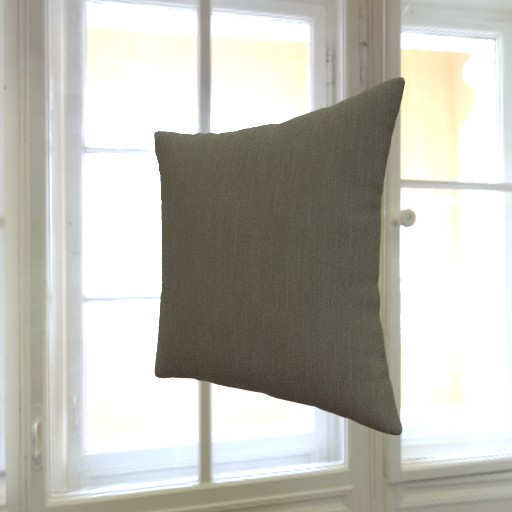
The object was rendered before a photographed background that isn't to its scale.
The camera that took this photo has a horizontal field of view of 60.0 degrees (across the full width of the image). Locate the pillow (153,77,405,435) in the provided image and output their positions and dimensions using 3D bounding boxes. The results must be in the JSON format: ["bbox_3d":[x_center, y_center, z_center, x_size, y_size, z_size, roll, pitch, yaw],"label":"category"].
[{"bbox_3d":[0.000,0.000,0.772,0.511,0.509,0.161,1,1,35],"label":"pillow"}]
